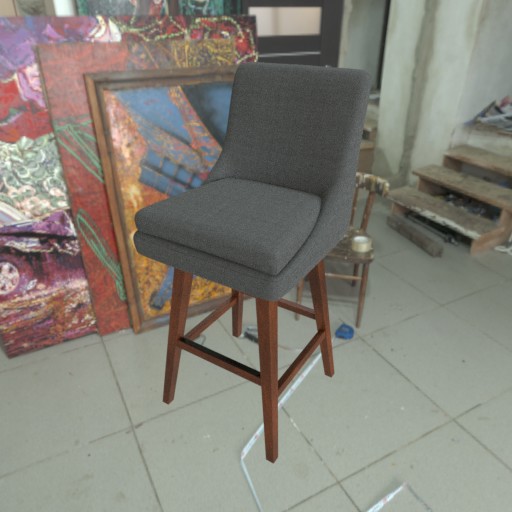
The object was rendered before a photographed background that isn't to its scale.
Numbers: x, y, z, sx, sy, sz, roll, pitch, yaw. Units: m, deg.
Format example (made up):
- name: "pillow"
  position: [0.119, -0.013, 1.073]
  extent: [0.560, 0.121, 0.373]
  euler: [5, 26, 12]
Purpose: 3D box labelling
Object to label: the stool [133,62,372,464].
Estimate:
- name: "stool"
  position: [0.000, 0.000, 1.278]
  extent: [0.447, 0.977, 0.524]
  euler: [17, 34, 28]
